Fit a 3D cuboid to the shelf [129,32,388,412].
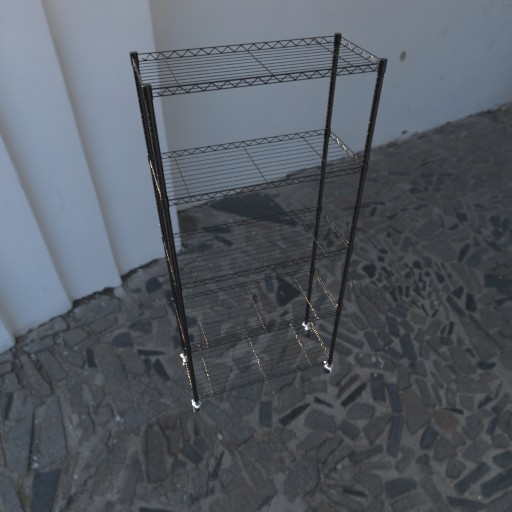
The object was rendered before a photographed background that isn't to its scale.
[{"bbox_3d":[0.000,0.000,1.919,0.762,1.645,0.356,-12,42,-14],"label":"shelf"}]
